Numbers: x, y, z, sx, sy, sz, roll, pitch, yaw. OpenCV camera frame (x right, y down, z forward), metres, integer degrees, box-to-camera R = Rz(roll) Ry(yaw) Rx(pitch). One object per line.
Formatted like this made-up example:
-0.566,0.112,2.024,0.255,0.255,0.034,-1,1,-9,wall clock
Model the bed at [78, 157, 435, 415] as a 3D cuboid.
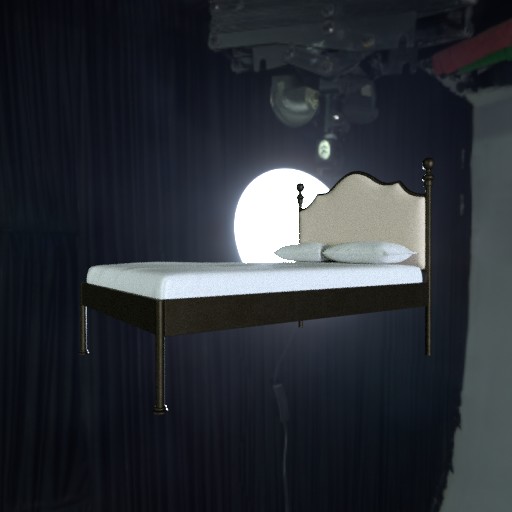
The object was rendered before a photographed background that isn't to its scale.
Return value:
0.000,0.000,3.267,2.170,1.462,1.533,0,1,-35,bed
